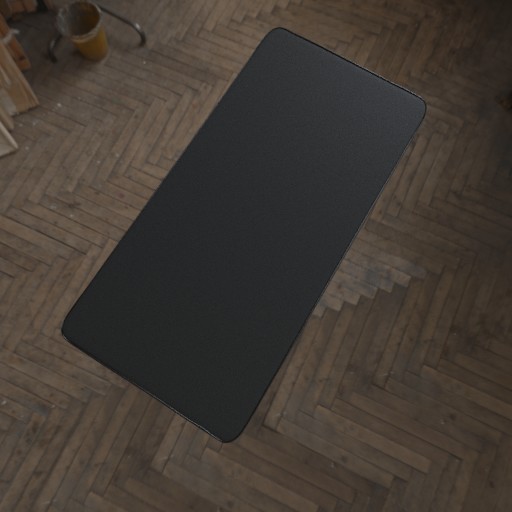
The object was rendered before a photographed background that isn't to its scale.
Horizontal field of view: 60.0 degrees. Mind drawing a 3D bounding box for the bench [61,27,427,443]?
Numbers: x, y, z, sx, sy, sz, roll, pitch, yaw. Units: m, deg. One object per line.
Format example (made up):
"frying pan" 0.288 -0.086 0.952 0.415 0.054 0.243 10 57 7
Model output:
"bench" 0.000 0.000 0.929 0.300 0.561 0.600 31 78 7
